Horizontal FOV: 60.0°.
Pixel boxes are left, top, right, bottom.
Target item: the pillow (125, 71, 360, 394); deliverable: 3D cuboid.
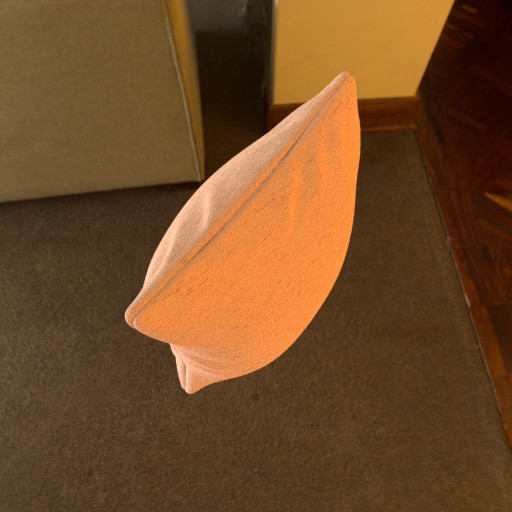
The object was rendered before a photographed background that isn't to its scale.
[{"bbox_3d":[0.000,0.000,0.694,0.246,0.415,0.432,33,69,15],"label":"pillow"}]
